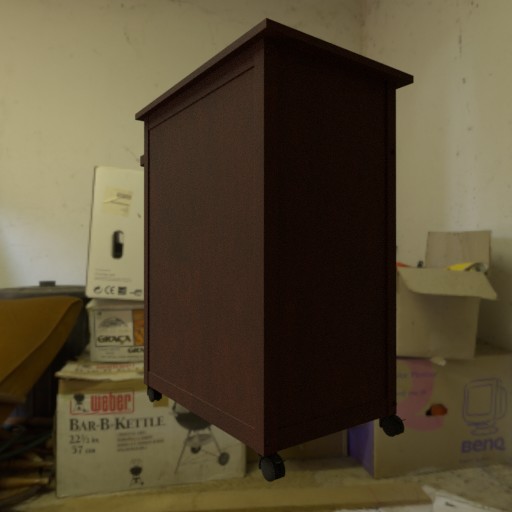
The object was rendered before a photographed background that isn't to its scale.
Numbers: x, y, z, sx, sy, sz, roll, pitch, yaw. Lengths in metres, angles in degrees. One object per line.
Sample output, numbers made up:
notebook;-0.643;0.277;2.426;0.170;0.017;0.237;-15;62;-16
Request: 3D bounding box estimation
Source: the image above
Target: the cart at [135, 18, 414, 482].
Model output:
cart;0.000;0.000;1.211;0.442;0.864;0.683;0;0;-36
